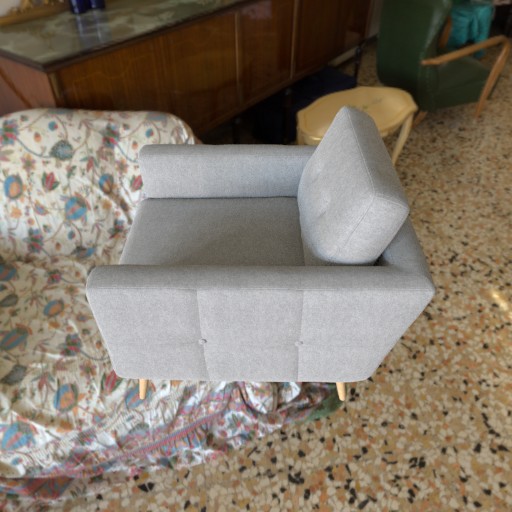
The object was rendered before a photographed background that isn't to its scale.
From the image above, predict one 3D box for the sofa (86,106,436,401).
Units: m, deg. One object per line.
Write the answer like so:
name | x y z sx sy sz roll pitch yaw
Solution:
sofa | 0.000 0.000 1.520 0.920 0.860 0.770 0 42 0
